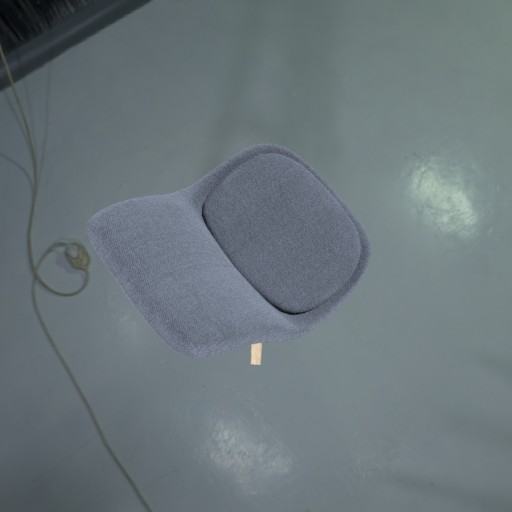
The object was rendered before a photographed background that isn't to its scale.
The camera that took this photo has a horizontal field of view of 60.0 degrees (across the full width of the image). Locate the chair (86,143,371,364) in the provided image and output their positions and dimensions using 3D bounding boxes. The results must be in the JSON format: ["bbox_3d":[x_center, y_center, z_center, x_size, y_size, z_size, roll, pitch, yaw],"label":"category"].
[{"bbox_3d":[0.000,0.000,1.181,0.550,0.850,0.485,-38,80,-8],"label":"chair"}]
